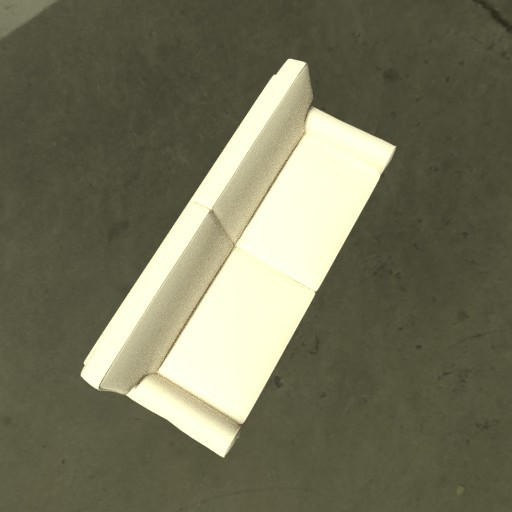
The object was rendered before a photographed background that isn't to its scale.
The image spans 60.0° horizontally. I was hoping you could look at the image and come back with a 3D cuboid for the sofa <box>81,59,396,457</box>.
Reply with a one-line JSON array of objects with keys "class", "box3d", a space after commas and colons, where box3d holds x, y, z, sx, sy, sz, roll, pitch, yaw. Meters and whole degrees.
[{"class": "sofa", "box3d": [0.000, 0.000, 2.552, 0.862, 0.937, 2.021, 29, 77, 7]}]
